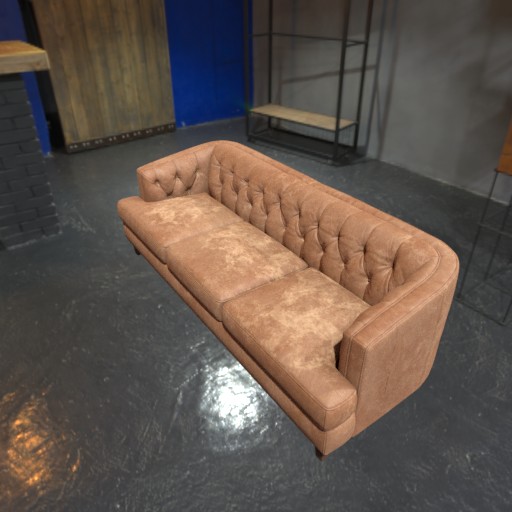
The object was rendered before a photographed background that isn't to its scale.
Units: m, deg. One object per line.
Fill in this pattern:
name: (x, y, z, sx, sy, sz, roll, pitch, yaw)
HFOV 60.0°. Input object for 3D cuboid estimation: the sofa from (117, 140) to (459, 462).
sofa: (0.000, 0.000, 2.669, 0.922, 0.791, 2.257, -21, 38, -29)
